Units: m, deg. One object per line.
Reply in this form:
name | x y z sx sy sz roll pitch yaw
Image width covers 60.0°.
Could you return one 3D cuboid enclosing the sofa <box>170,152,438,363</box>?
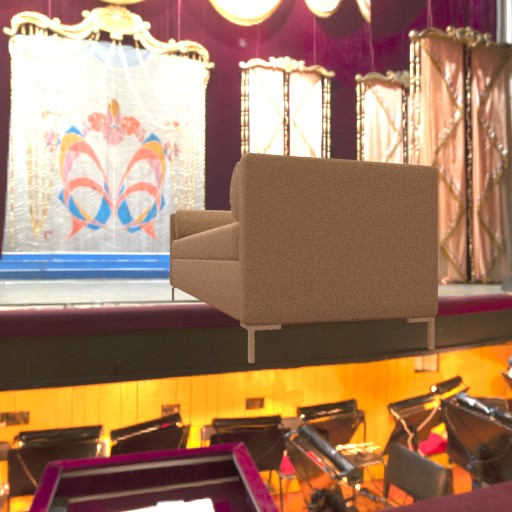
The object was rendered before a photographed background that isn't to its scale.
sofa | 0.000 0.000 2.337 0.686 0.635 1.981 0 0 -17
